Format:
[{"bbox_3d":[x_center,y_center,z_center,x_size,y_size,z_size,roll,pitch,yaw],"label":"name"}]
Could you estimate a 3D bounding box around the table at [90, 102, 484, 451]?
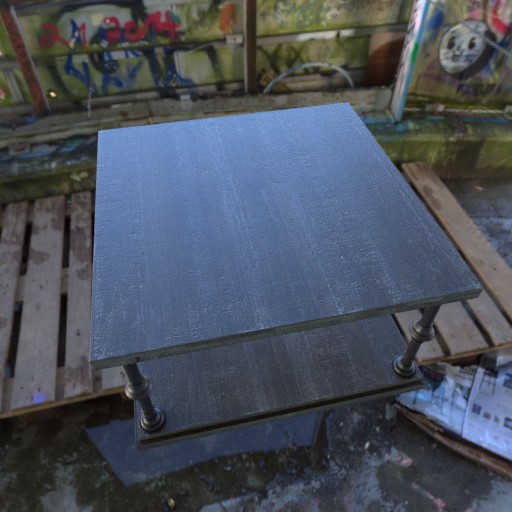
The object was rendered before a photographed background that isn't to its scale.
[{"bbox_3d":[0.000,0.000,1.134,0.696,0.400,0.696,-9,48,-8],"label":"table"}]
